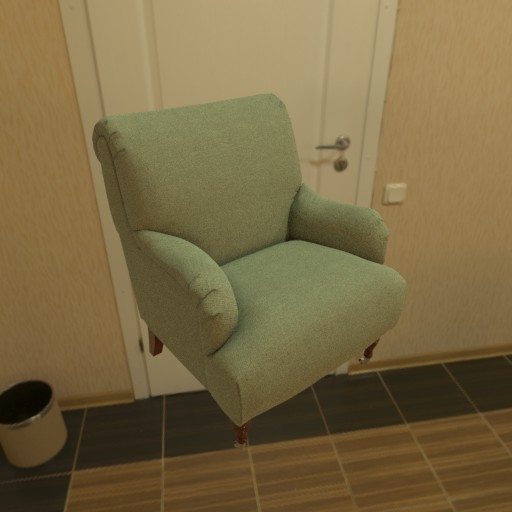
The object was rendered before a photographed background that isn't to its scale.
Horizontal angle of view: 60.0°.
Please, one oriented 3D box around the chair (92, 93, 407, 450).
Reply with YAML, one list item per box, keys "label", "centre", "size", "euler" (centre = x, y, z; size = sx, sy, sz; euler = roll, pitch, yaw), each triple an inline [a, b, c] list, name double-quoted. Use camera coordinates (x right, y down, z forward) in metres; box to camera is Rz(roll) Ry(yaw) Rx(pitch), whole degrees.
- label: "chair"
  centre: [0.000, 0.000, 1.961]
  size: [0.964, 1.178, 1.060]
  euler: [-22, 36, -33]
